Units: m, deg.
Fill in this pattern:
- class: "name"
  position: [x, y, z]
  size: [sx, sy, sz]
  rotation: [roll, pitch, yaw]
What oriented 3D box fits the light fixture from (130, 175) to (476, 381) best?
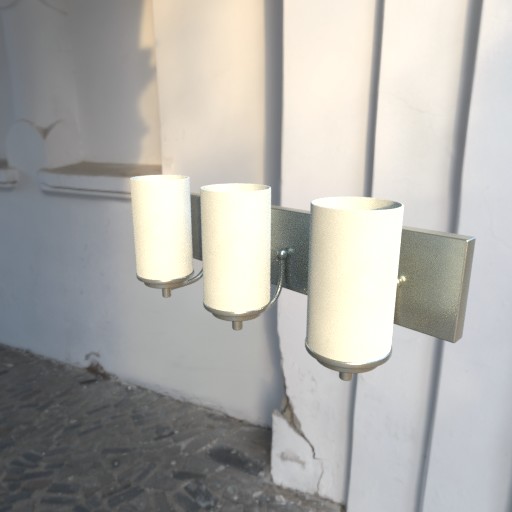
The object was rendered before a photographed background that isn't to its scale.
- class: "light fixture"
  position: [0.000, 0.000, 0.541]
  size: [0.145, 0.172, 0.451]
  rotation: [-15, 21, -42]
